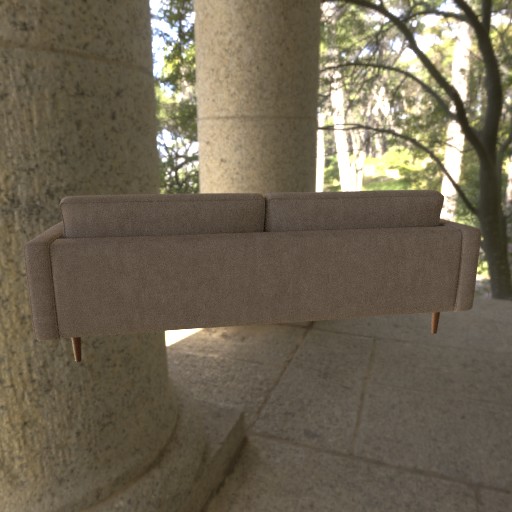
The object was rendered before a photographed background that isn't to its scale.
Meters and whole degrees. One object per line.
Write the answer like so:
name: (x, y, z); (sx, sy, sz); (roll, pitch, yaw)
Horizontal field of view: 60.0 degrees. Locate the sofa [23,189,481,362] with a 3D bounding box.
sofa: (0.000, 0.000, 2.539); (2.200, 0.770, 0.919); (-2, 14, -10)
